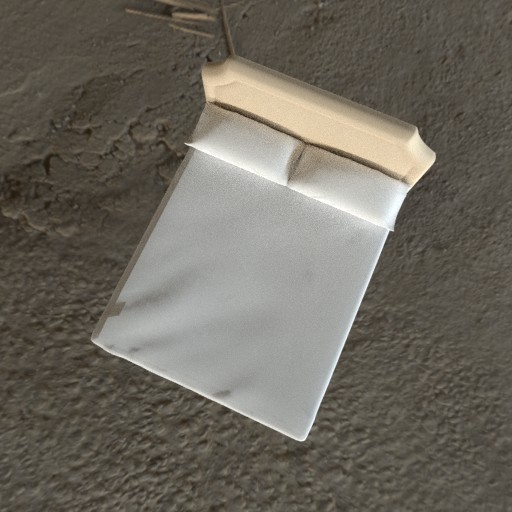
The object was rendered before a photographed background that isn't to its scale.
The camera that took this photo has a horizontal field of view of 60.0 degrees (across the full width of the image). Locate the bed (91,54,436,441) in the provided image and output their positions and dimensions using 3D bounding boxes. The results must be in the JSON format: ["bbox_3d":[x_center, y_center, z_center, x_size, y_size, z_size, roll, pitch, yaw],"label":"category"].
[{"bbox_3d":[0.000,0.000,3.886,2.134,1.524,2.548,24,78,5],"label":"bed"}]
